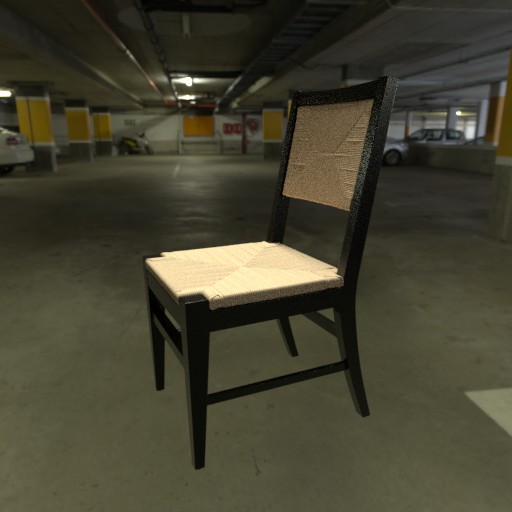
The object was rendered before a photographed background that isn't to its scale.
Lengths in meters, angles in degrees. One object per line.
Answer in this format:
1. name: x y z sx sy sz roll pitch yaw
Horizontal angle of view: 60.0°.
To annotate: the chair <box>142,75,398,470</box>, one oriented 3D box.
1. chair: 0.000 0.000 1.245 0.552 0.927 0.437 -7 17 -25
